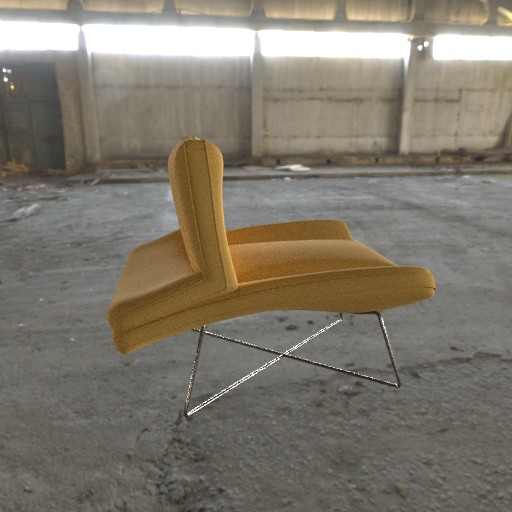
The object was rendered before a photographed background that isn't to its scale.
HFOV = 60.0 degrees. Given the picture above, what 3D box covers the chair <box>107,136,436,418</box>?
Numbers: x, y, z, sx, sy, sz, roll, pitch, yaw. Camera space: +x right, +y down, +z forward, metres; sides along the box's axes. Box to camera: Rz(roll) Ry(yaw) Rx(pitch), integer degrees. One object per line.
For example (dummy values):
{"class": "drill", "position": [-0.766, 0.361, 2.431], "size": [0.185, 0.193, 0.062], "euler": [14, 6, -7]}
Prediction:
{"class": "chair", "position": [0.000, 0.000, 1.650], "size": [1.008, 0.855, 0.859], "euler": [-3, 16, -9]}
